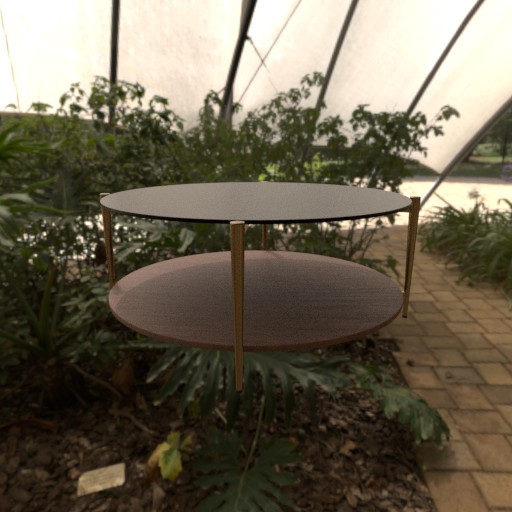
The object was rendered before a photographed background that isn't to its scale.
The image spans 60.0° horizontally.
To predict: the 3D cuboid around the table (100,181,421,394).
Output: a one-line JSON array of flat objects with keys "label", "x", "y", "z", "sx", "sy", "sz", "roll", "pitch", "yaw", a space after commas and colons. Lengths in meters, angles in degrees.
[{"label": "table", "x": 0.000, "y": 0.000, "z": 1.457, "sx": 0.938, "sy": 0.400, "sz": 0.938, "roll": -7, "pitch": 16, "yaw": -25}]
